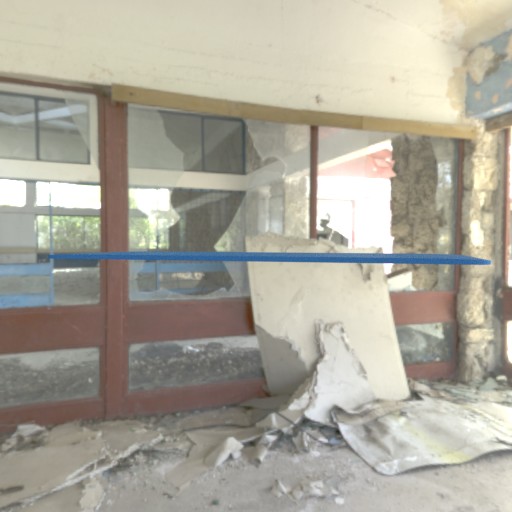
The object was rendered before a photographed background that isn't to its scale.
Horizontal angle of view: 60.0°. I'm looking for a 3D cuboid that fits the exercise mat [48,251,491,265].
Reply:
[{"bbox_3d":[0.000,0.000,2.058,1.869,0.021,0.616,1,2,17],"label":"exercise mat"}]
